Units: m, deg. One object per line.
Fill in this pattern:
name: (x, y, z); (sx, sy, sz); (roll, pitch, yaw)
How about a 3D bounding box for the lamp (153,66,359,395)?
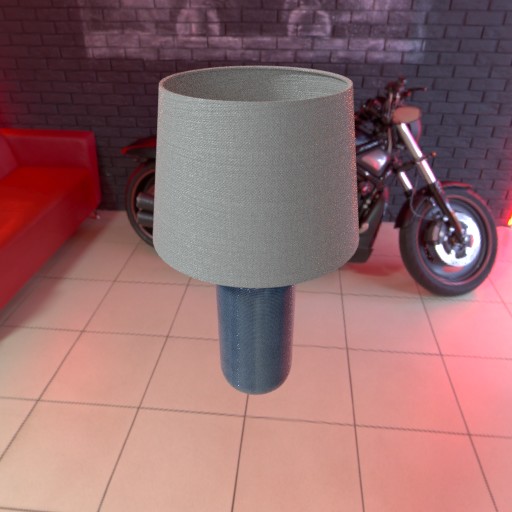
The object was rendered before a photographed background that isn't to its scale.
lamp: (0.000, 0.000, 0.574); (0.253, 0.428, 0.253); (0, 31, 0)
